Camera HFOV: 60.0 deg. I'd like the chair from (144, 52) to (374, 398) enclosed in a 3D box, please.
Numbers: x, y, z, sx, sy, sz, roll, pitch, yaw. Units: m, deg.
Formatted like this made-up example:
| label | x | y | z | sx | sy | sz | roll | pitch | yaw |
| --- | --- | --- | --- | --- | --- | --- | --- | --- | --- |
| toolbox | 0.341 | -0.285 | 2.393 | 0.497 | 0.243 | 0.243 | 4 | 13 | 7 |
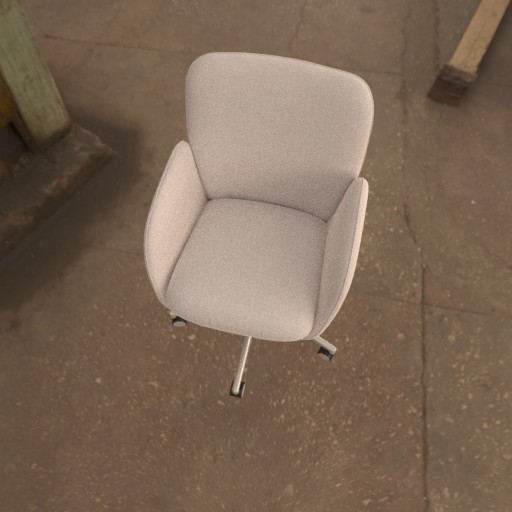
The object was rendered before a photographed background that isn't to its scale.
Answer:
| label | x | y | z | sx | sy | sz | roll | pitch | yaw |
| --- | --- | --- | --- | --- | --- | --- | --- | --- | --- |
| chair | 0.000 | 0.000 | 1.366 | 0.648 | 0.959 | 0.633 | 11 | 58 | 7 |
